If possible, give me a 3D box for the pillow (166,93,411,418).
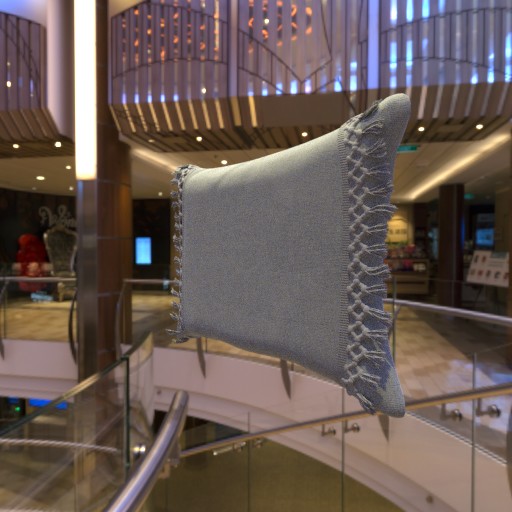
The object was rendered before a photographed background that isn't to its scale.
[{"bbox_3d":[0.000,0.000,0.585,0.084,0.305,0.466,-1,2,-36],"label":"pillow"}]
